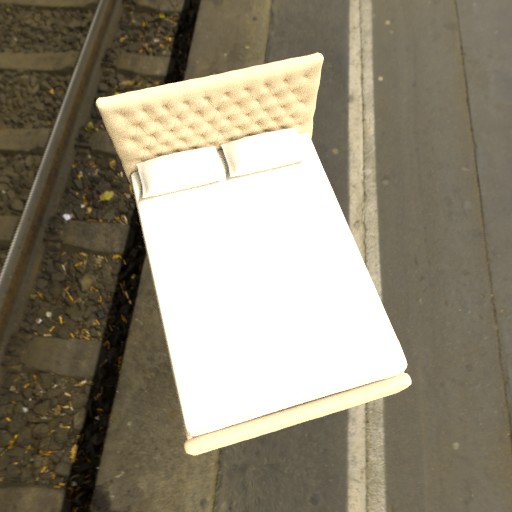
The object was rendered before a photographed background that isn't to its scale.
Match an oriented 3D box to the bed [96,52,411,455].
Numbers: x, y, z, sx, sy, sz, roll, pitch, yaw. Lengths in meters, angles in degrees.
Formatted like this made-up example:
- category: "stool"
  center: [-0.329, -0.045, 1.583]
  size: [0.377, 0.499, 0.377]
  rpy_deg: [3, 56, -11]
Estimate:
- category: "bed"
  center: [0.000, 0.000, 3.363]
  size: [1.698, 1.427, 2.387]
  rpy_deg: [-15, 66, -7]
